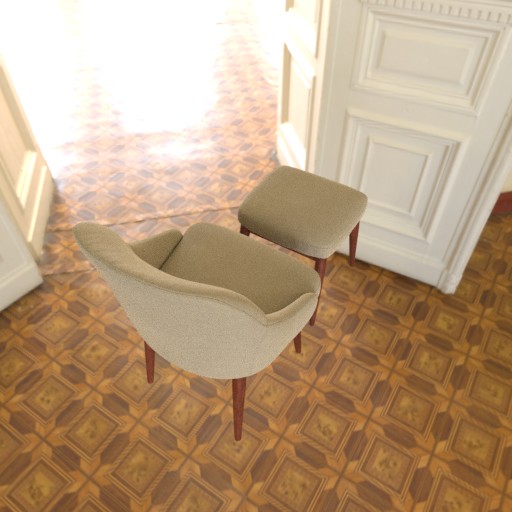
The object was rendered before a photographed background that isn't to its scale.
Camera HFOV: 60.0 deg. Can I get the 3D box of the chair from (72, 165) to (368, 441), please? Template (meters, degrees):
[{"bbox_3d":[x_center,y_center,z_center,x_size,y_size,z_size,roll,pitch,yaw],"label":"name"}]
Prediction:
[{"bbox_3d":[0.000,0.000,1.580,0.584,0.866,1.114,25,50,22],"label":"chair"}]
